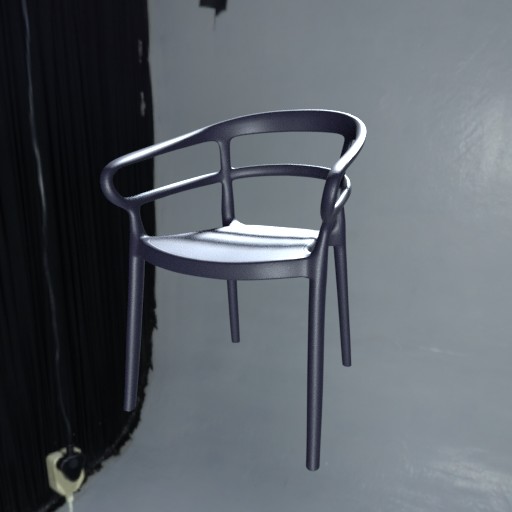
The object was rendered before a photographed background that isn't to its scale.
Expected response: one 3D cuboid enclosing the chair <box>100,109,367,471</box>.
[{"bbox_3d":[0.000,0.000,1.151,0.559,0.761,0.527,6,15,25],"label":"chair"}]
